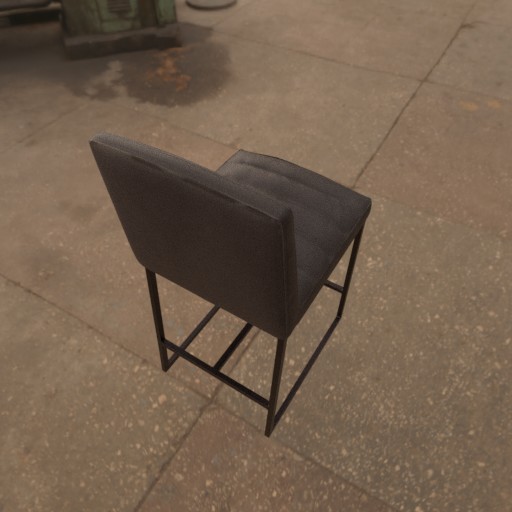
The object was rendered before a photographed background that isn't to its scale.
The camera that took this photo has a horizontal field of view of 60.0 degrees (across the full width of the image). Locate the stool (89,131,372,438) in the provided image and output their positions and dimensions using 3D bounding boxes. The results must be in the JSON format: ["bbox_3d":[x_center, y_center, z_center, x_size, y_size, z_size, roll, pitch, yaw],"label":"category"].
[{"bbox_3d":[0.000,0.000,1.276,0.463,0.946,0.562,25,52,21],"label":"stool"}]
